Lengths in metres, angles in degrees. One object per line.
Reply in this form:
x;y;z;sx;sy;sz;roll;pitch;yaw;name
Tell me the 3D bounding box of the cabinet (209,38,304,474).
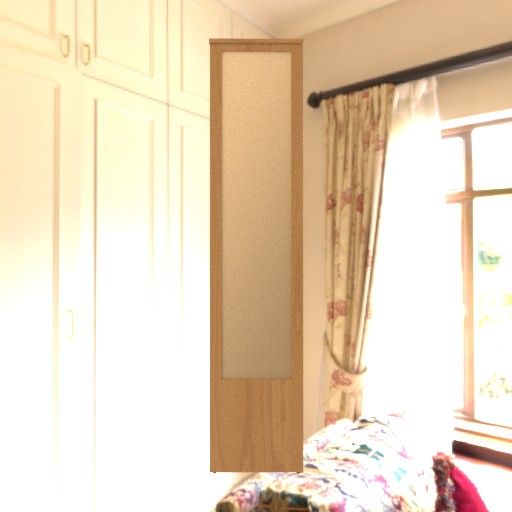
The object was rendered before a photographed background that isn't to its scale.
0.000;0.000;2.078;0.411;1.879;0.338;0;-1;-1;cabinet
